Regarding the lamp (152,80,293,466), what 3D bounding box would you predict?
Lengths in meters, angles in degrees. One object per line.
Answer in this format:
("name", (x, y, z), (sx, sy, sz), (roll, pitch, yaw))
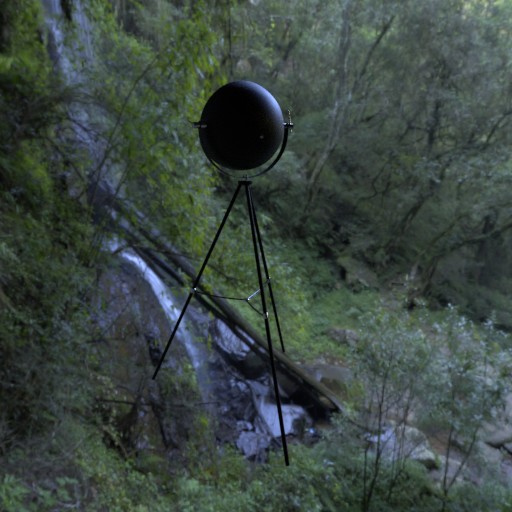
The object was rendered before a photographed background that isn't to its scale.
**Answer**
("lamp", (0.000, 0.000, 2.019), (0.817, 1.512, 0.920), (-7, 16, -26))
